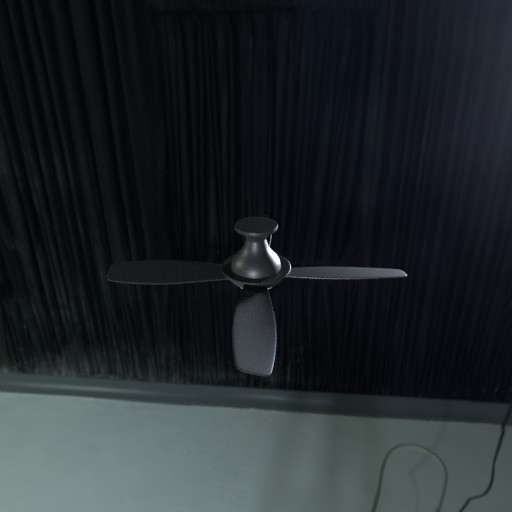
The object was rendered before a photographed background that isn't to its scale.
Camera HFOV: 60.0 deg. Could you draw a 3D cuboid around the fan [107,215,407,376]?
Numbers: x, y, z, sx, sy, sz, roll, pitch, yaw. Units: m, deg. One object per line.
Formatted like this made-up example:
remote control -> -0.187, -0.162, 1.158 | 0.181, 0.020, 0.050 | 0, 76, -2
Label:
fan -> 0.000, 0.000, 2.491 | 1.694, 0.382, 1.694 | 0, 27, 1
